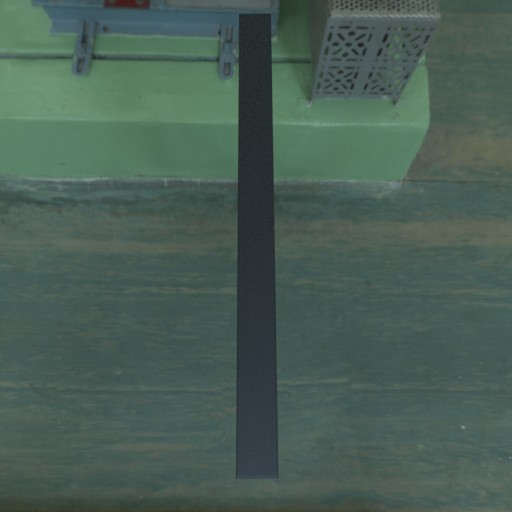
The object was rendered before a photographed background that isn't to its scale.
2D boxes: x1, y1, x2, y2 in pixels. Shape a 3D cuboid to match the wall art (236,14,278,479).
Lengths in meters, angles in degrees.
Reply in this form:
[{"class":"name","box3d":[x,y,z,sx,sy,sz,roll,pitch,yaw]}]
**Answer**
[{"class":"wall art","box3d":[0.000,0.000,0.834,0.051,0.456,0.671,0,75,0]}]
